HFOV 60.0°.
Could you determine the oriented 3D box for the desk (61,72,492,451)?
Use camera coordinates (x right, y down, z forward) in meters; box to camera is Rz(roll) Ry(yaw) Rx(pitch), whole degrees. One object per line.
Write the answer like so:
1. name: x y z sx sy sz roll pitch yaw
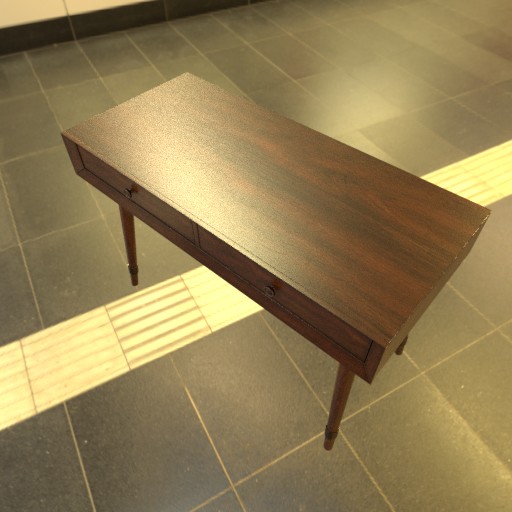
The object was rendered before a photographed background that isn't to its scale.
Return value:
1. desk: 0.000 0.000 2.110 1.577 1.031 0.734 33 56 26
